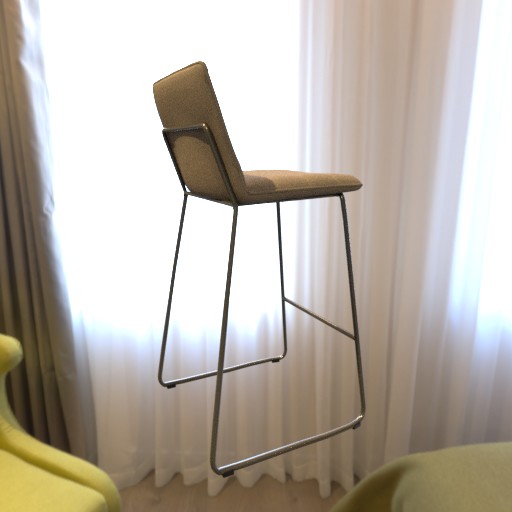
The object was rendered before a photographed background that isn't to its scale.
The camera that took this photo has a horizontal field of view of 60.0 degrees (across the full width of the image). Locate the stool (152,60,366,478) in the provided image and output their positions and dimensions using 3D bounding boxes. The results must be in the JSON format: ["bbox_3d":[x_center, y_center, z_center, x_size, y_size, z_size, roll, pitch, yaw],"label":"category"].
[{"bbox_3d":[0.000,0.000,1.274,0.490,0.960,0.490,-7,15,-27],"label":"stool"}]
